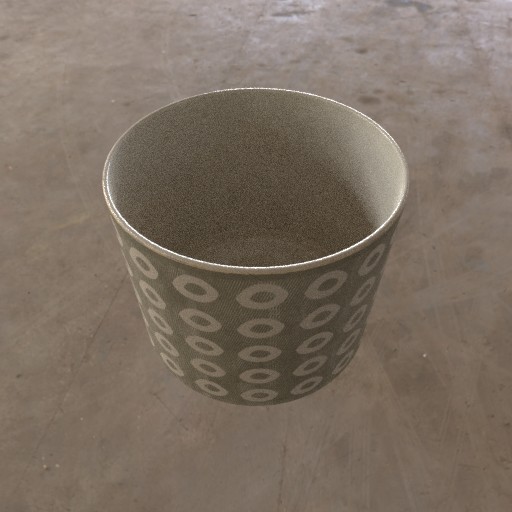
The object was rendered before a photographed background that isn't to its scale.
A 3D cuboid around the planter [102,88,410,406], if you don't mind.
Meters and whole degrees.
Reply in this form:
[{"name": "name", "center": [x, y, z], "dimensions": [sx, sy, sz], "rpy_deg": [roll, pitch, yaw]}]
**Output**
[{"name": "planter", "center": [0.000, 0.000, 0.456], "dimensions": [0.250, 0.239, 0.250], "rpy_deg": [0, 47, 0]}]
